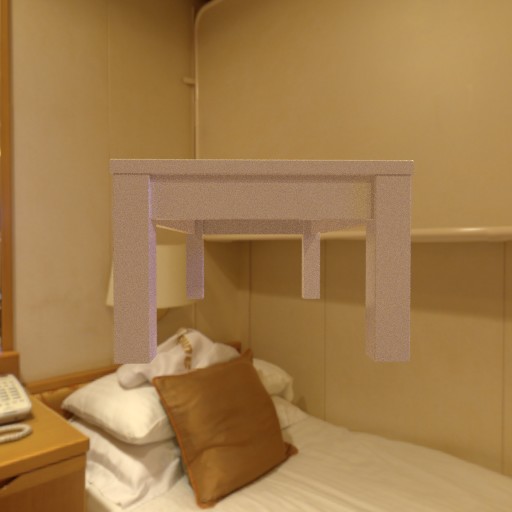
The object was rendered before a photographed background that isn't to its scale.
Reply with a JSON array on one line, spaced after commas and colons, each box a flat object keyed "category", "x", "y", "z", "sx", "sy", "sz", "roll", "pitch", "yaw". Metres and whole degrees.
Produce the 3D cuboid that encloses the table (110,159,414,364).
[{"category": "table", "x": 0.000, "y": 0.000, "z": 1.696, "sx": 0.700, "sy": 0.470, "sz": 1.350, "roll": 0, "pitch": 1, "yaw": -1}]
